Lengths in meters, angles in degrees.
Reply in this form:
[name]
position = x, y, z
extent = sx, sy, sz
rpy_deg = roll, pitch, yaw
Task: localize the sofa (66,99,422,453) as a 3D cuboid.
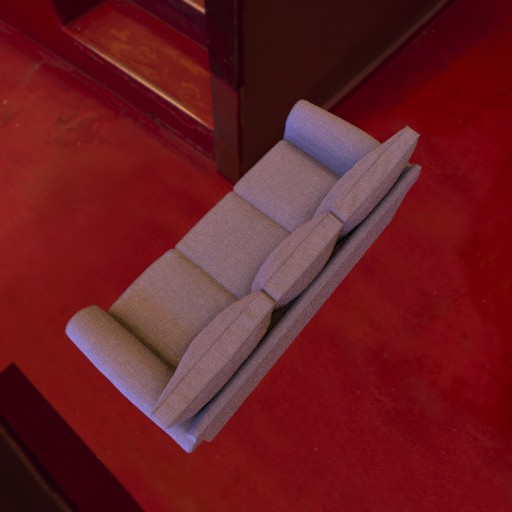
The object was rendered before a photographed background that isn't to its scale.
[sofa]
position = 0.000, 0.000, 2.650
extent = 0.916, 0.961, 2.084
rpy_deg = 37, 71, 16
